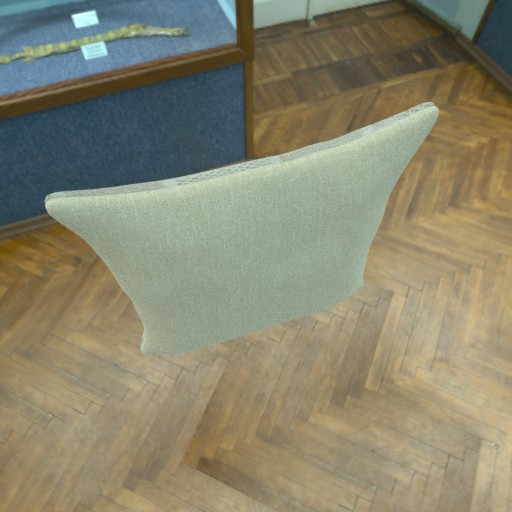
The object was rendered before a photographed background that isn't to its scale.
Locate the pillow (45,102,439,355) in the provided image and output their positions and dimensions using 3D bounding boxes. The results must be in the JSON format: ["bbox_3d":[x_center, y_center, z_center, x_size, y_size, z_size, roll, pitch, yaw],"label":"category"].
[{"bbox_3d":[0.000,0.000,0.648,0.436,0.432,0.138,-16,59,-10],"label":"pillow"}]
